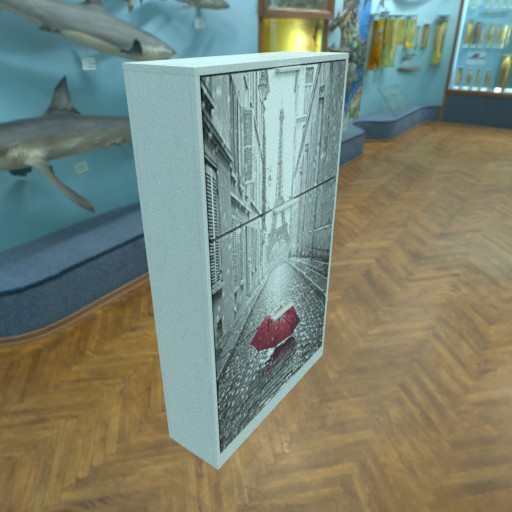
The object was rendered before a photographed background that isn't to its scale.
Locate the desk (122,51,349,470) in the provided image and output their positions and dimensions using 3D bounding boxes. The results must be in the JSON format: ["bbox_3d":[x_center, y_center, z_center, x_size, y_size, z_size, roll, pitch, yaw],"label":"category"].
[{"bbox_3d":[0.000,0.000,1.561,0.250,1.280,0.750,18,33,32],"label":"desk"}]
